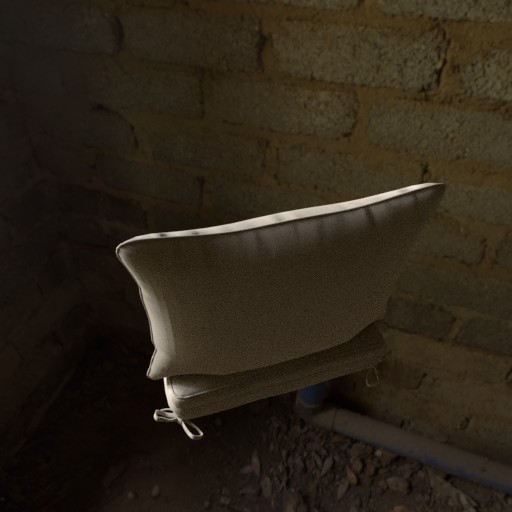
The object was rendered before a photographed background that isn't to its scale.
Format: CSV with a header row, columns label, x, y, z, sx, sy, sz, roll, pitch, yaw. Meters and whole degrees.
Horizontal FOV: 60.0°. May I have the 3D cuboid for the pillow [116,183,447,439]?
label,x,y,z,sx,sy,sz,roll,pitch,yaw
pillow,0.000,0.000,1.383,0.798,0.716,0.733,-12,42,-14
